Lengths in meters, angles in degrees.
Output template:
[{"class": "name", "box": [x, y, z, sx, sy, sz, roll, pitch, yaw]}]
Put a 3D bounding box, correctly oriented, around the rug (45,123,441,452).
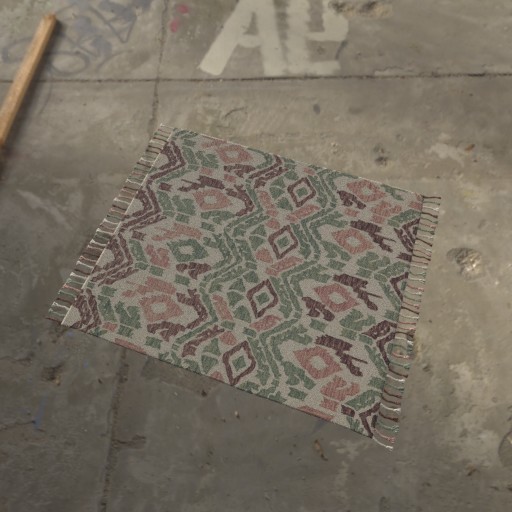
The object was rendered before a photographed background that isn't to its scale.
[{"class": "rug", "box": [0.000, 0.000, 4.073, 3.048, 0.010, 2.438, 17, 64, 9]}]
